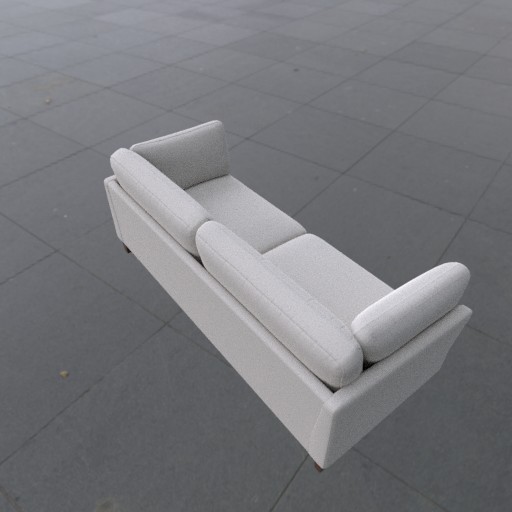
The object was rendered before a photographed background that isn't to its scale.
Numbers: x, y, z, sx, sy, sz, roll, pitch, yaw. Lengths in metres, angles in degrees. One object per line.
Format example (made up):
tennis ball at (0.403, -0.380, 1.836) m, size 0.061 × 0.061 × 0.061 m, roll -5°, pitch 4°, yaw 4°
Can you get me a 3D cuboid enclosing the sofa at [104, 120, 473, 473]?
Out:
sofa at (0.000, 0.000, 2.751) m, size 0.957 × 0.863 × 2.301 m, roll -27°, pitch 48°, yaw -28°
